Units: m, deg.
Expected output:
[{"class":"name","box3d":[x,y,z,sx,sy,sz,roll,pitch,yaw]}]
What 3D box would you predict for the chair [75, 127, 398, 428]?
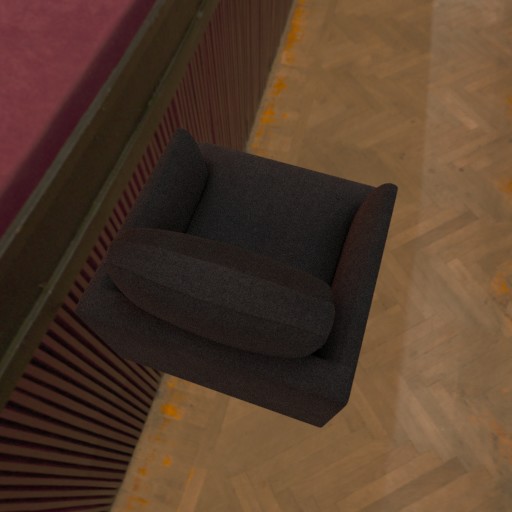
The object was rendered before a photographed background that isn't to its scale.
[{"class":"chair","box3d":[0.000,0.000,1.601,0.858,0.957,0.899,17,64,9]}]
